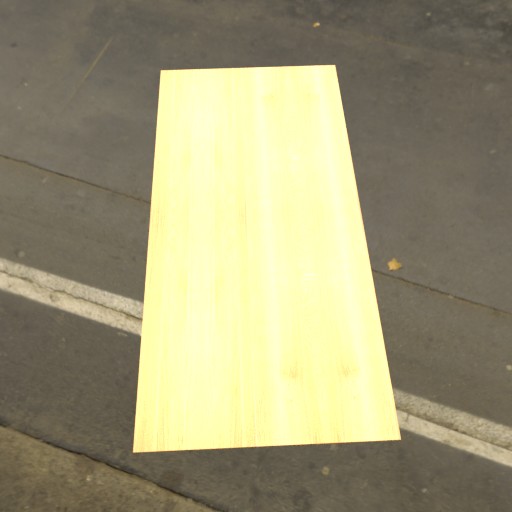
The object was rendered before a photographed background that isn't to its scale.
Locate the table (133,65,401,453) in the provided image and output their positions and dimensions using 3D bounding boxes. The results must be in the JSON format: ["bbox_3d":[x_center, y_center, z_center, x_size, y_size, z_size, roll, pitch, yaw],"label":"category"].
[{"bbox_3d":[0.000,0.000,2.223,0.900,0.750,1.800,-2,64,-1],"label":"table"}]
